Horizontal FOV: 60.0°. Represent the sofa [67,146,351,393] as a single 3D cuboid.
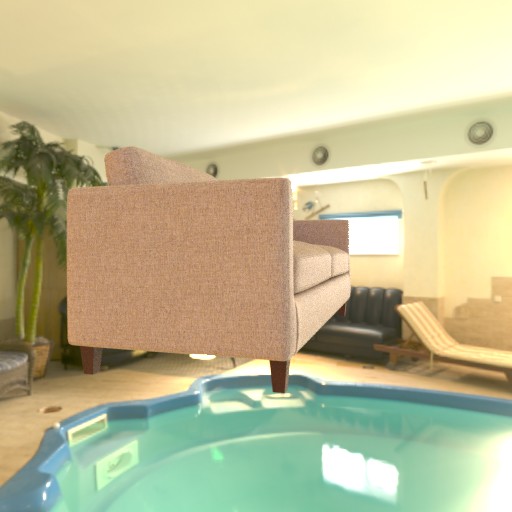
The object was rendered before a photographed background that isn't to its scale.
[{"bbox_3d":[0.000,0.000,2.680,0.951,0.965,2.208,0,1,17],"label":"sofa"}]
